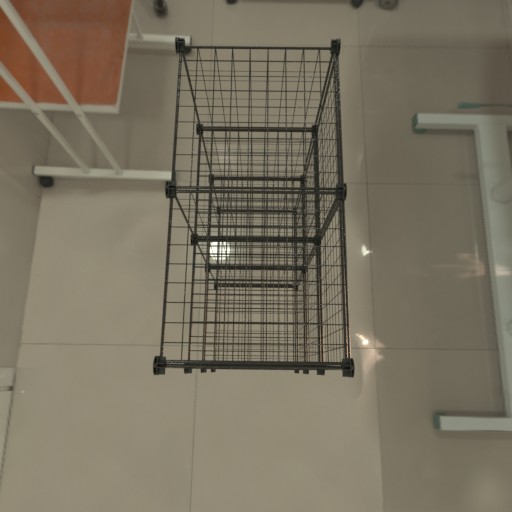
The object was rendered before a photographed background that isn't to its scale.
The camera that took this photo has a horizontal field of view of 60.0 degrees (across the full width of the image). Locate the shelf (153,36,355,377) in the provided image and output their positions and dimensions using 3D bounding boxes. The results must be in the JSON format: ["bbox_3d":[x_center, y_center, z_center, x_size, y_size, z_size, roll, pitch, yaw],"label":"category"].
[{"bbox_3d":[0.000,0.000,1.381,0.356,1.067,0.711,1,76,0],"label":"shelf"}]
